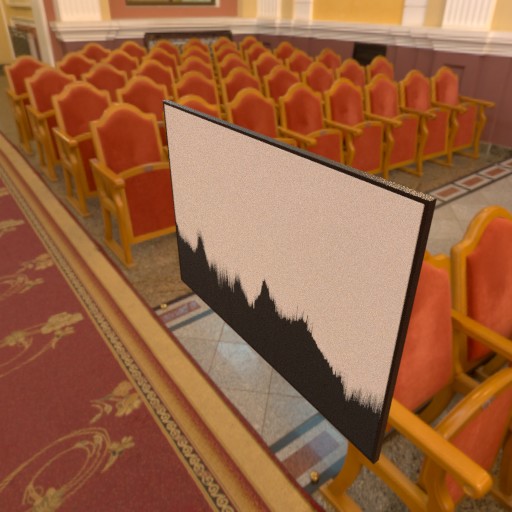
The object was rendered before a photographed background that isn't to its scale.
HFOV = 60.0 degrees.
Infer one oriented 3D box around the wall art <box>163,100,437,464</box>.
[{"bbox_3d":[0.000,0.000,1.202,0.019,0.660,0.957,-20,36,-30],"label":"wall art"}]
